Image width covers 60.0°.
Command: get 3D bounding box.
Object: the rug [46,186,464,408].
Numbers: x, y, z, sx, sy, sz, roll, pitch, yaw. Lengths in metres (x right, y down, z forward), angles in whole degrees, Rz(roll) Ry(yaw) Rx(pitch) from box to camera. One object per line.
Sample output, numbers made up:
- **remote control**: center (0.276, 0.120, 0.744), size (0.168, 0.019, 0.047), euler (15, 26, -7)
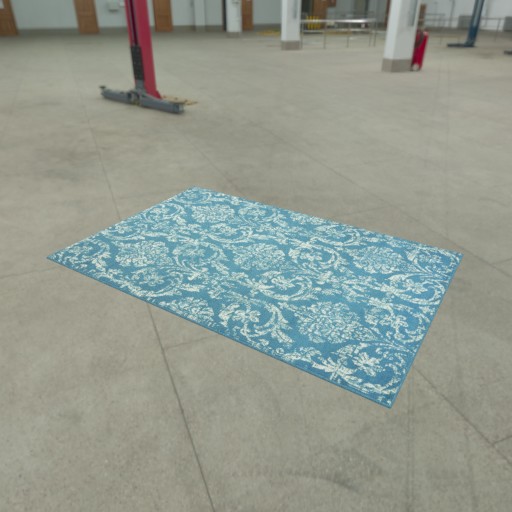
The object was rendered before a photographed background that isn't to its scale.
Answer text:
- **rug**: center (0.000, 0.000, 3.492), size (2.746, 0.018, 1.816), euler (18, 34, 28)
